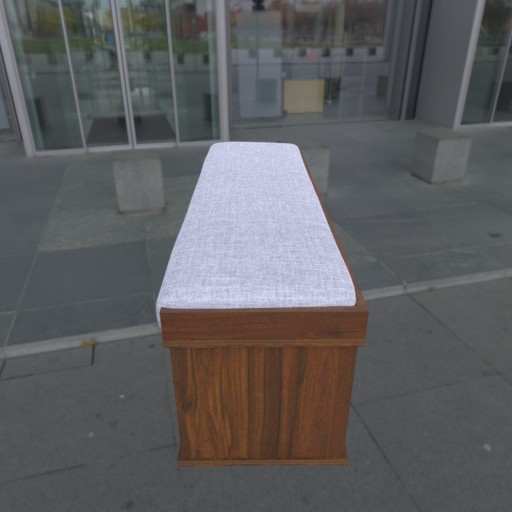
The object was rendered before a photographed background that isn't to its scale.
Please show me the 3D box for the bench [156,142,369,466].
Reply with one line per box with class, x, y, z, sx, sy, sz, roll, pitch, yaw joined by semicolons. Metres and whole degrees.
bench;0.000;0.000;1.363;0.367;0.468;1.196;0;27;-1
